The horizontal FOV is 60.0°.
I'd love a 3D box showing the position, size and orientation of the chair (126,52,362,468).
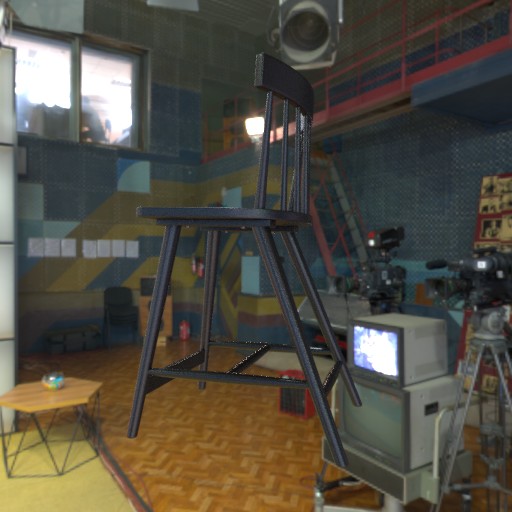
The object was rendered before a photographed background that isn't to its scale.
[{"bbox_3d":[0.000,0.000,1.285,0.572,0.952,0.483,0,0,18],"label":"chair"}]
